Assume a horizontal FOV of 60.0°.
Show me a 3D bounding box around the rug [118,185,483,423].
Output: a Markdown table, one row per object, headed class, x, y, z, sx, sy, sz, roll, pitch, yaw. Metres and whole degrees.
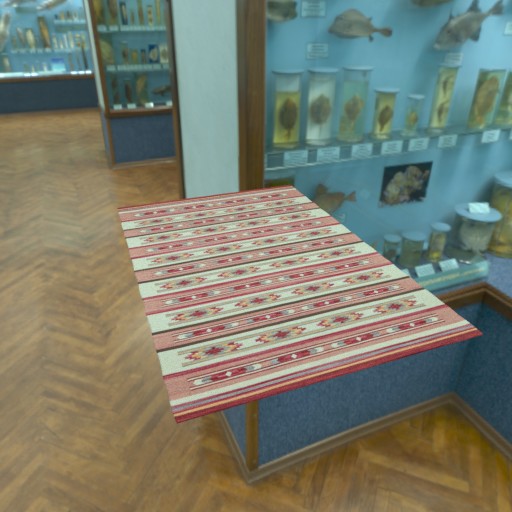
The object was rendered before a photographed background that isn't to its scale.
| class | x | y | z | sx | sy | sz | roll | pitch | yaw |
| --- | --- | --- | --- | --- | --- | --- | --- | --- | --- |
| rug | 0.000 | 0.000 | 2.292 | 1.223 | 0.008 | 1.817 | -10 | 31 | -18 |
